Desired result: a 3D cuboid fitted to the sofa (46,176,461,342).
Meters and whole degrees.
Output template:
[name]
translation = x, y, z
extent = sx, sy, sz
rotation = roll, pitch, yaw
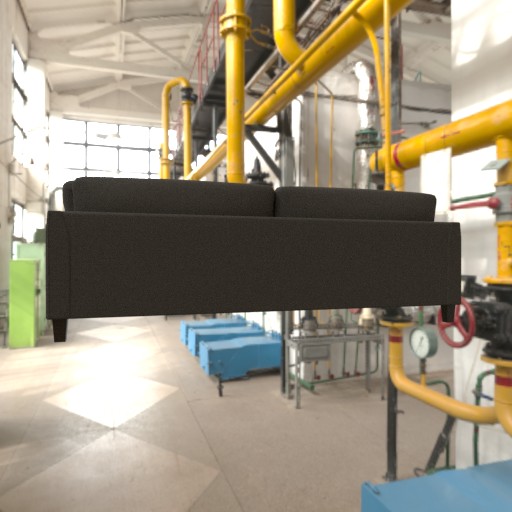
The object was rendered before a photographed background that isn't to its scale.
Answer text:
[sofa]
translation = 0.000, 0.000, 2.762
extent = 2.312, 0.792, 0.969
rotation = 0, 0, -17
